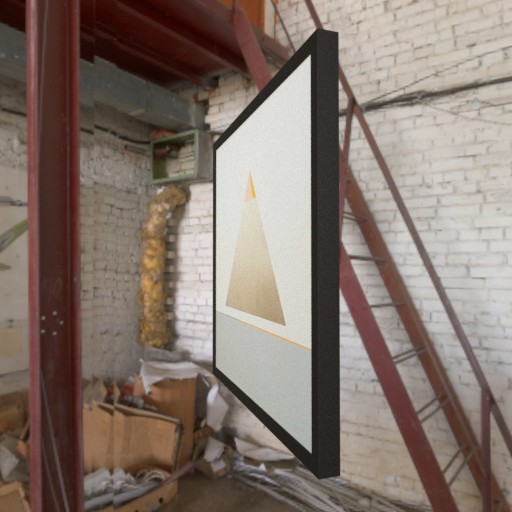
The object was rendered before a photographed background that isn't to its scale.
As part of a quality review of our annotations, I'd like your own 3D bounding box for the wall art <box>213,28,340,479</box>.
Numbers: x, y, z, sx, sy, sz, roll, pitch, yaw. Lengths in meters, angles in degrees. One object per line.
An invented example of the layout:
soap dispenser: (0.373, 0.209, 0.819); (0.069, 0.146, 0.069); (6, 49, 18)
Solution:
wall art: (0.000, 0.000, 0.748); (0.028, 0.511, 0.513); (0, -1, -19)
